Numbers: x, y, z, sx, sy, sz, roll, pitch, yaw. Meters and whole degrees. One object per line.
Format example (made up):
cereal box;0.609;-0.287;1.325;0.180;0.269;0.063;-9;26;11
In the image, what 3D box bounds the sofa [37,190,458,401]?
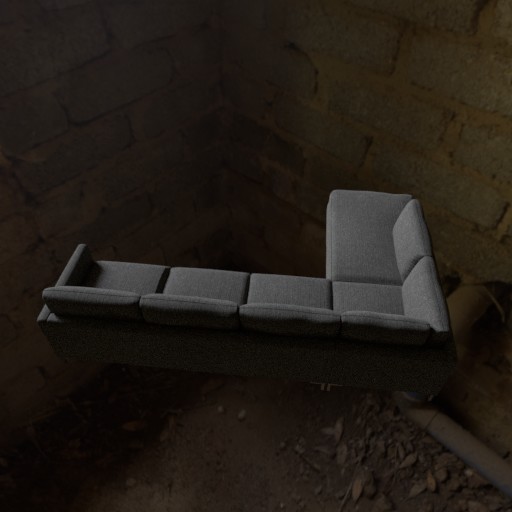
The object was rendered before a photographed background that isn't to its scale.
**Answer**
sofa;0.000;0.000;3.828;2.949;0.815;2.007;4;46;4
